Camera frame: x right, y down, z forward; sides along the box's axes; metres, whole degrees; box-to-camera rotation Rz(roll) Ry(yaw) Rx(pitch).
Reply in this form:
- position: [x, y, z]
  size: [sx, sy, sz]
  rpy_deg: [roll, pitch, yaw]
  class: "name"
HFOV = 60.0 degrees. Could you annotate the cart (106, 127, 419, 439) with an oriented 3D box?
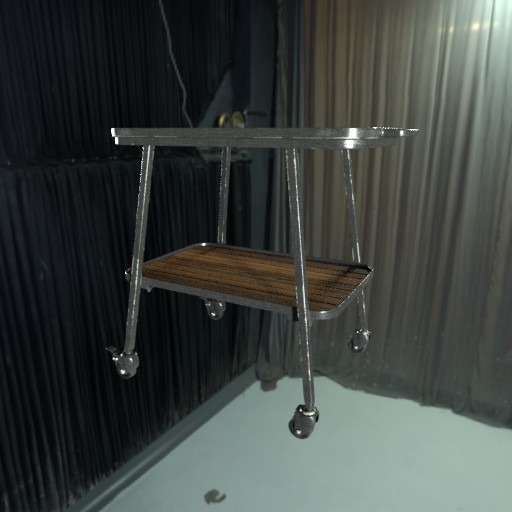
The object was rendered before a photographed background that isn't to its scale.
- position: [0.000, 0.000, 1.264]
  size: [0.806, 0.700, 0.515]
  rpy_deg: [8, 18, 27]
  class: "cart"
